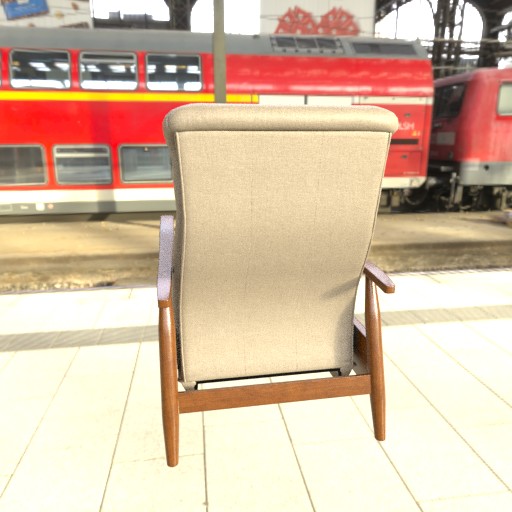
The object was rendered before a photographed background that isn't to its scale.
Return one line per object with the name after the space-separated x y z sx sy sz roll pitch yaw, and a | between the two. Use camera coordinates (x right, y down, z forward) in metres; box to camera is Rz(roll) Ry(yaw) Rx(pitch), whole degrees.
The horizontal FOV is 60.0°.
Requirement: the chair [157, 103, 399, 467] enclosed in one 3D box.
0.000 0.000 1.763 0.762 1.082 1.032 -3 15 -10 | chair
